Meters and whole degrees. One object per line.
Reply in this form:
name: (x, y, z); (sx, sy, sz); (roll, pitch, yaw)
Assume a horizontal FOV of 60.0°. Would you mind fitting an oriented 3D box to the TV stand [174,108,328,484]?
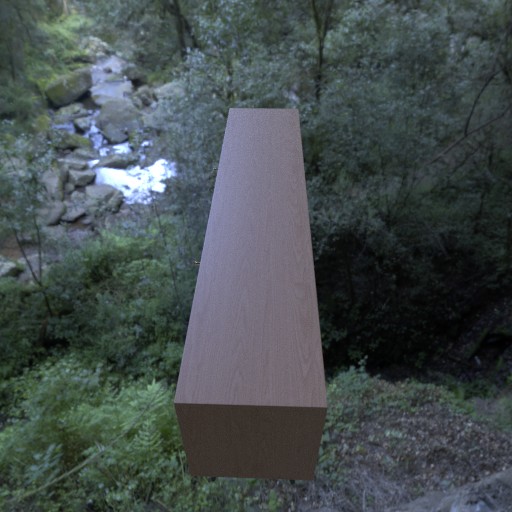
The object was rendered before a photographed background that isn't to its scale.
TV stand: (0.000, 0.000, 1.919); (0.400, 0.580, 1.760); (1, 41, 1)
